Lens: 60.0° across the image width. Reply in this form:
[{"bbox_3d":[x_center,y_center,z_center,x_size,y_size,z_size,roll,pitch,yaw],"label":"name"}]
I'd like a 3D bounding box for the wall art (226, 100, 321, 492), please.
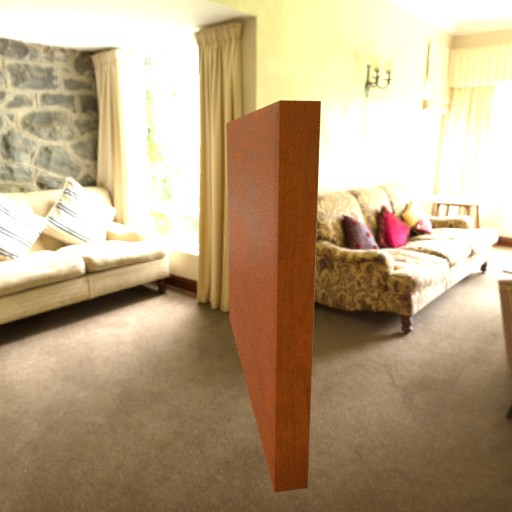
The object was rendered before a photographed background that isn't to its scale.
[{"bbox_3d":[0.000,0.000,0.545,0.030,0.328,0.401,-2,15,-9],"label":"wall art"}]
